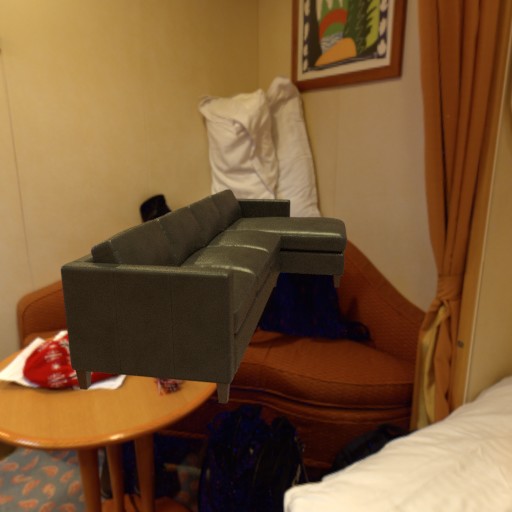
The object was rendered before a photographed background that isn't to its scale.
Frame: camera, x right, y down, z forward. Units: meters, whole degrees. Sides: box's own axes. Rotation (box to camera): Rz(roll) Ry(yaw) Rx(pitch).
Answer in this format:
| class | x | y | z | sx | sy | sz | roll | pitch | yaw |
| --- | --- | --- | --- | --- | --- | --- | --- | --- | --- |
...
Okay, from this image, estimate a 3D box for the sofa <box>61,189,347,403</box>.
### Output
| class | x | y | z | sx | sy | sz | roll | pitch | yaw |
| --- | --- | --- | --- | --- | --- | --- | --- | --- | --- |
| sofa | 0.000 | 0.000 | 3.829 | 1.581 | 0.883 | 3.203 | 2 | 14 | 9 |
